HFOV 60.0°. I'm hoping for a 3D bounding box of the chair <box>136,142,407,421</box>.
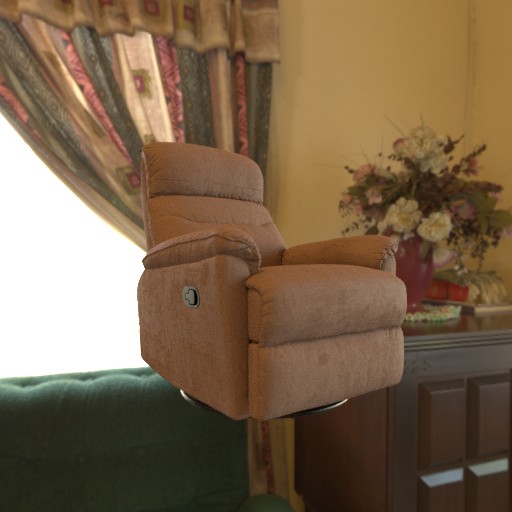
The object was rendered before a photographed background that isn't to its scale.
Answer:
[{"bbox_3d":[0.000,0.000,1.770,0.820,1.037,1.004,0,0,-37],"label":"chair"}]
